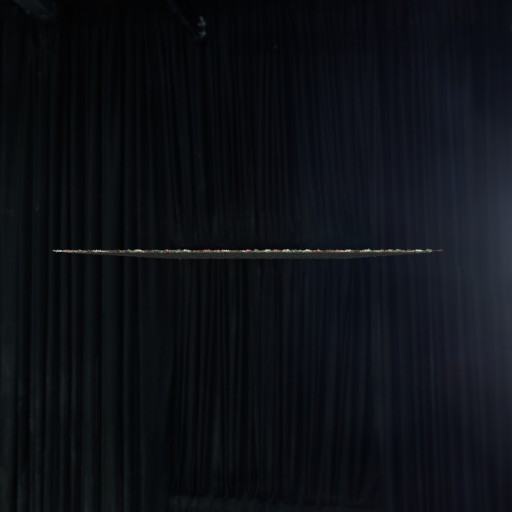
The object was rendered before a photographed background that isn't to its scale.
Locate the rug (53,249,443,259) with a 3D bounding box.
[{"bbox_3d":[0.000,0.000,2.244,1.219,0.008,1.829,0,-1,2],"label":"rug"}]
